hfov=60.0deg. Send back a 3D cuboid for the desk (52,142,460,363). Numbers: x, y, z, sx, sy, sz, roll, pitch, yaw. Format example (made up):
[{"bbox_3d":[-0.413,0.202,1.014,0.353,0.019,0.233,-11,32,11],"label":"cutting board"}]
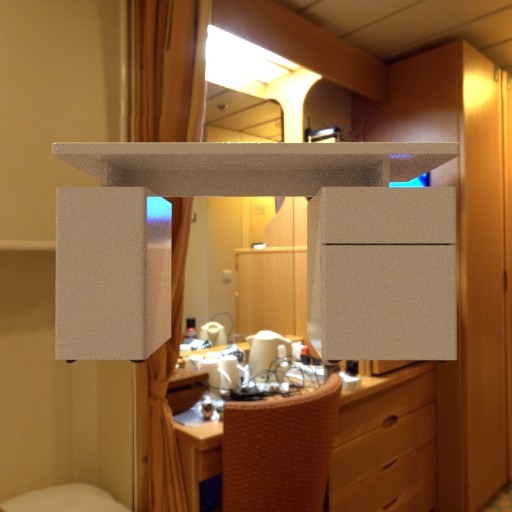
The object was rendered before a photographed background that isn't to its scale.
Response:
[{"bbox_3d":[0.000,0.000,1.768,1.400,0.762,0.550,0,-1,0],"label":"desk"}]
